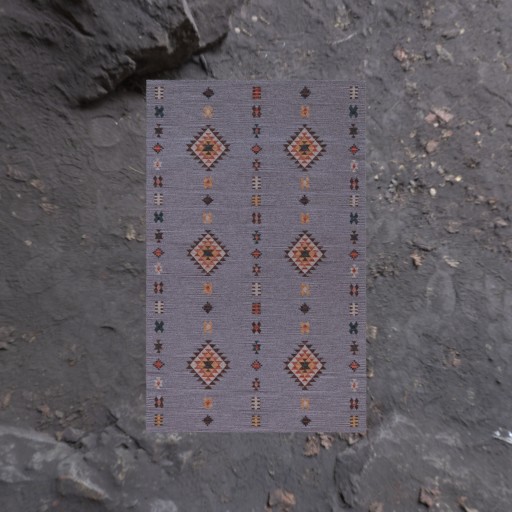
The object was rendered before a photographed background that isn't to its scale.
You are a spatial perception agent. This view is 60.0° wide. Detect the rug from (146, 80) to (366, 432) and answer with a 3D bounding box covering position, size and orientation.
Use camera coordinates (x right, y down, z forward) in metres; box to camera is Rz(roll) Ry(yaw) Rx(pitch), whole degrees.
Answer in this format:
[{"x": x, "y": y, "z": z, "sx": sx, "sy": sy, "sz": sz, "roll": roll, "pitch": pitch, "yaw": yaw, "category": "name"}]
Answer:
[{"x": 0.000, "y": 0.000, "z": 3.054, "sx": 1.515, "sy": 0.007, "sz": 2.427, "roll": 0, "pitch": 90, "yaw": 0, "category": "rug"}]
